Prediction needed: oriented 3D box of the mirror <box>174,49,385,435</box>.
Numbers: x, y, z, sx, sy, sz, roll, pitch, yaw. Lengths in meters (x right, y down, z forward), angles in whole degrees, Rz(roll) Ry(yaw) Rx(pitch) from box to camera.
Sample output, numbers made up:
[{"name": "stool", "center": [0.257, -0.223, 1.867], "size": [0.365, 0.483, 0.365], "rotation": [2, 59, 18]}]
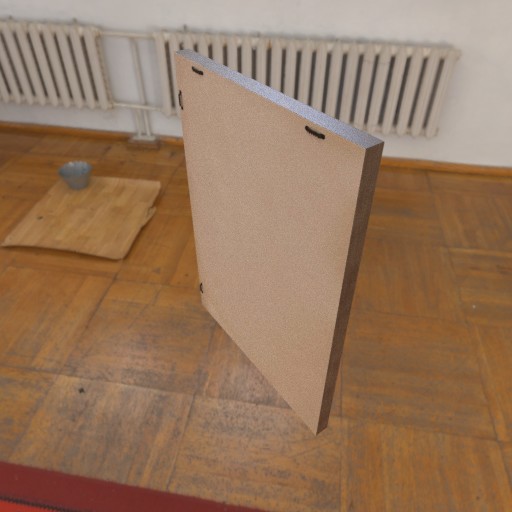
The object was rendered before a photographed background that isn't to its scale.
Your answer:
[{"name": "mirror", "center": [0.000, 0.000, 0.943], "size": [0.040, 0.710, 0.507], "rotation": [-25, 46, -27]}]
